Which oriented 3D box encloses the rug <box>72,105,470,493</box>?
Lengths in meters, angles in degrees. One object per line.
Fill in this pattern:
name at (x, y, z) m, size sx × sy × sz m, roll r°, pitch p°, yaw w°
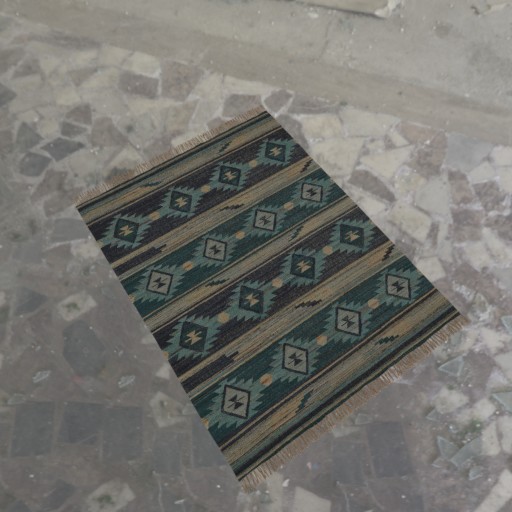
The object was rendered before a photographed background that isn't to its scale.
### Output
rug at (0.000, 0.000, 4.285) m, size 2.418 × 0.047 × 3.307 m, roll -31°, pitch 66°, yaw -15°
